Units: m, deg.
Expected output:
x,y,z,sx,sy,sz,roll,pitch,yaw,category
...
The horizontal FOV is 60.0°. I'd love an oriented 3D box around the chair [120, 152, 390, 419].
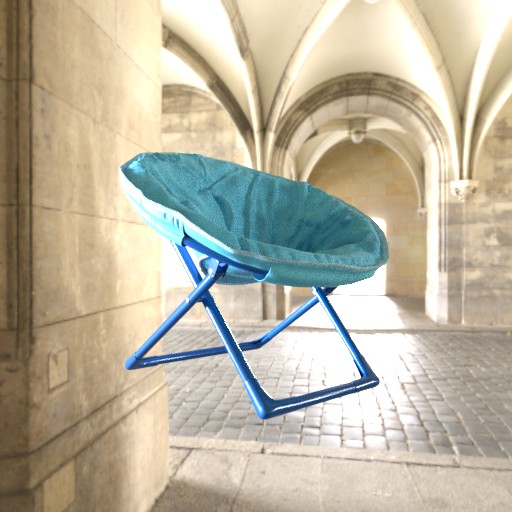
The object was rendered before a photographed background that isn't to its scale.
x,y,z,sx,sy,sz,roll,pitch,yaw,category
0.000,0.000,0.869,0.520,0.478,0.465,0,0,-38,chair
